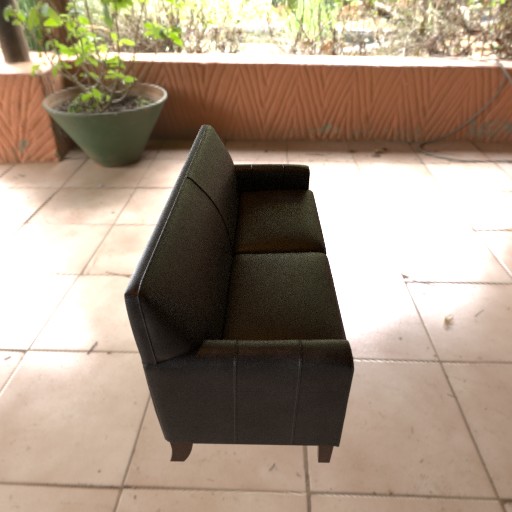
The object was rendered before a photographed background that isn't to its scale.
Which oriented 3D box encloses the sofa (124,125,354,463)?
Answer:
[{"bbox_3d":[0.000,0.000,2.502,0.805,0.947,2.053,1,31,1],"label":"sofa"}]
